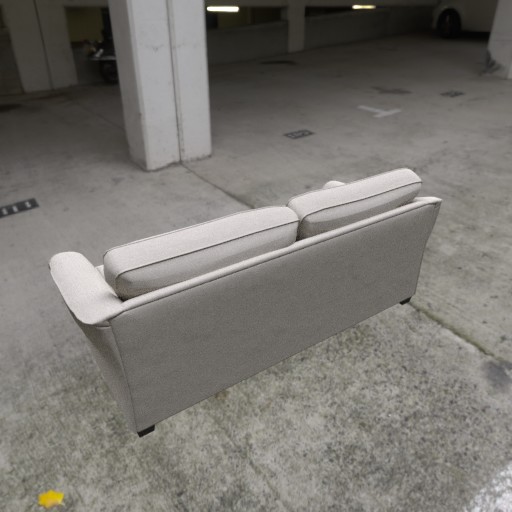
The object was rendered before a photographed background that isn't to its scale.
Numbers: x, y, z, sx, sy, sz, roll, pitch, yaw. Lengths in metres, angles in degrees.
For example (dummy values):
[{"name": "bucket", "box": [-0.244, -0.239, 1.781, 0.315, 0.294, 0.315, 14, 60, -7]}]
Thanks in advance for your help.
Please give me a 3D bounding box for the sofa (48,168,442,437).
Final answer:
[{"name": "sofa", "box": [0.000, 0.000, 2.753, 2.270, 0.965, 0.980, -19, 35, -29]}]
